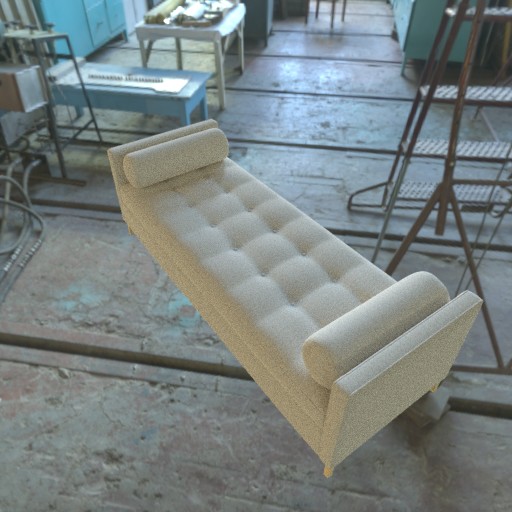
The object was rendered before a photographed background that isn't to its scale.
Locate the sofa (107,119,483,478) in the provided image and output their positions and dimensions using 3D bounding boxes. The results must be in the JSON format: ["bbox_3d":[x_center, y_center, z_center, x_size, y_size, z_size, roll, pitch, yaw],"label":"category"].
[{"bbox_3d":[0.000,0.000,2.316,0.746,0.641,1.985,-25,47,-26],"label":"sofa"}]
